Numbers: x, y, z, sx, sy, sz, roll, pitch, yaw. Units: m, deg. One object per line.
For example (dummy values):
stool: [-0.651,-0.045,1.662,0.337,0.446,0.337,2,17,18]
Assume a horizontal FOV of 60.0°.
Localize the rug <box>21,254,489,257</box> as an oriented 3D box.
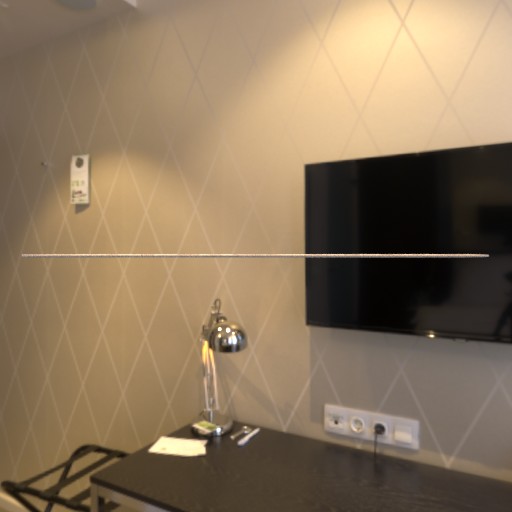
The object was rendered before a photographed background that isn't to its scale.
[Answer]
rug: [0.000,0.000,2.728,2.452,0.017,0.855,0,0,0]
